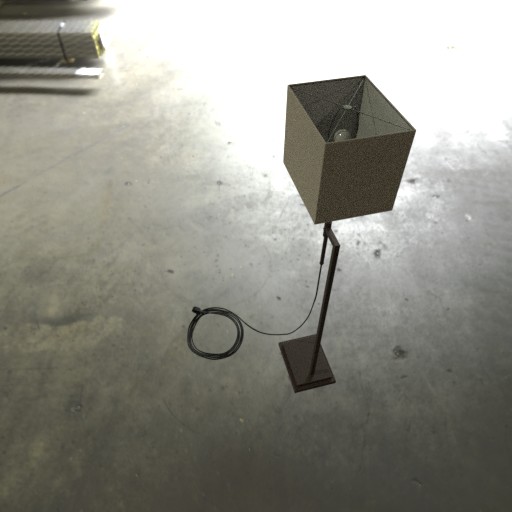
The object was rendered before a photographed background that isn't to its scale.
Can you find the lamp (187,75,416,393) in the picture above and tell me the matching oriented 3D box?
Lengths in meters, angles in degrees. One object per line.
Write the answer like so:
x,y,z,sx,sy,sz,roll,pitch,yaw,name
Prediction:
0.000,0.000,2.026,0.774,1.600,0.698,-11,48,-10,lamp
